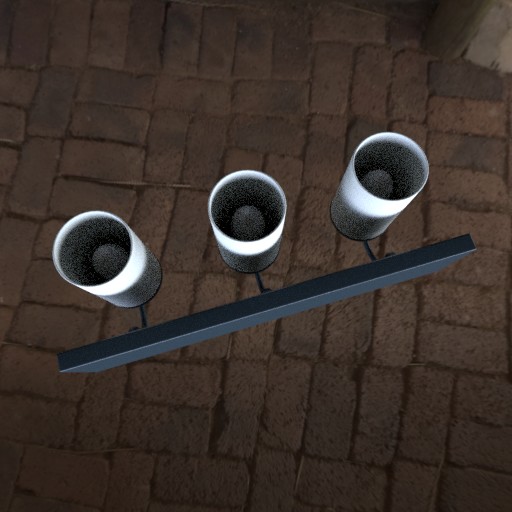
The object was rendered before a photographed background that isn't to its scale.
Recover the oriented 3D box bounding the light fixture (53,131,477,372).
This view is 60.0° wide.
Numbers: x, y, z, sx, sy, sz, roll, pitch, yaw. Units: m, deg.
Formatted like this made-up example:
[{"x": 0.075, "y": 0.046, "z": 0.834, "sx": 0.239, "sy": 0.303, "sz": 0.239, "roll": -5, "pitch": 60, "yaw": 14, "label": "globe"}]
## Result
[{"x": 0.000, "y": 0.000, "z": 0.523, "sx": 0.451, "sy": 0.172, "sz": 0.145, "roll": -16, "pitch": 76, "yaw": -4, "label": "light fixture"}]
